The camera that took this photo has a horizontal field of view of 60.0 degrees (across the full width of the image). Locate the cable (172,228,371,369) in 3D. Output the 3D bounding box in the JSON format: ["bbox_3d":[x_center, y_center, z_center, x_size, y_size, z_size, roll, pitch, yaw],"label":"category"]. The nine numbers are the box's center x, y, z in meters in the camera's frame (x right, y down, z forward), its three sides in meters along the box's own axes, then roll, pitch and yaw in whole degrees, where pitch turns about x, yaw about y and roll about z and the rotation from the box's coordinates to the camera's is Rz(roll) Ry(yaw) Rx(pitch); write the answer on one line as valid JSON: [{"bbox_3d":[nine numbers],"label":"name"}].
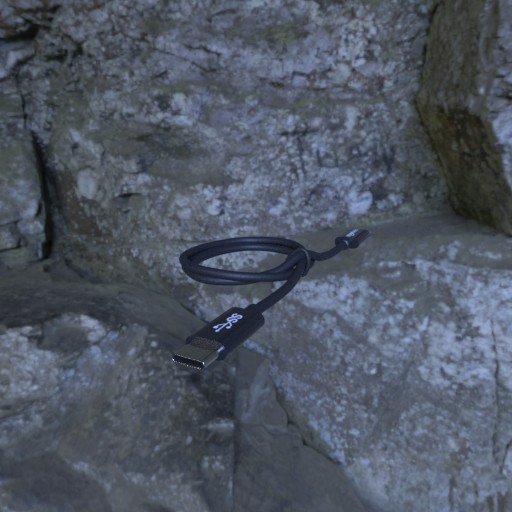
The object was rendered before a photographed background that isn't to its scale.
[{"bbox_3d":[0.000,0.000,0.213,0.070,0.014,0.186,8,18,26],"label":"cable"}]
